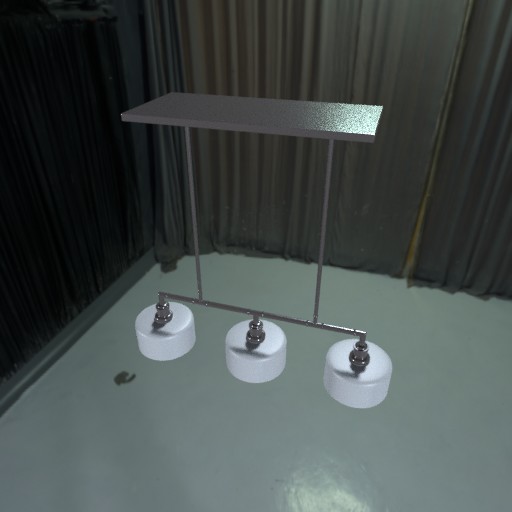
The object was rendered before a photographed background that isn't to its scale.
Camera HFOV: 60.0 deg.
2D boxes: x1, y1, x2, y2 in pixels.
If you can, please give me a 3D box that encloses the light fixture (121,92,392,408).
[{"bbox_3d":[0.000,0.000,0.866,0.582,0.557,0.177,9,32,15],"label":"light fixture"}]
